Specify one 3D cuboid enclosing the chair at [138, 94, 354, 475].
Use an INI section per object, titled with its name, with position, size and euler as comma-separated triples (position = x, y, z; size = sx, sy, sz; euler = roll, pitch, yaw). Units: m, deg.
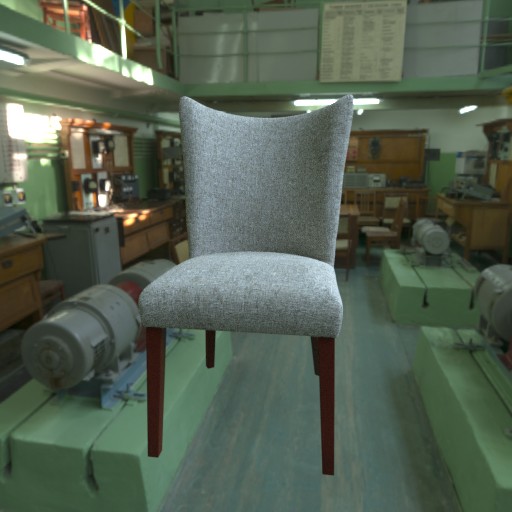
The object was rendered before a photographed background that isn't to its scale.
[chair]
position = 0.000, 0.000, 1.286
size = 0.535, 0.924, 0.623
euler = 2, 13, 8
